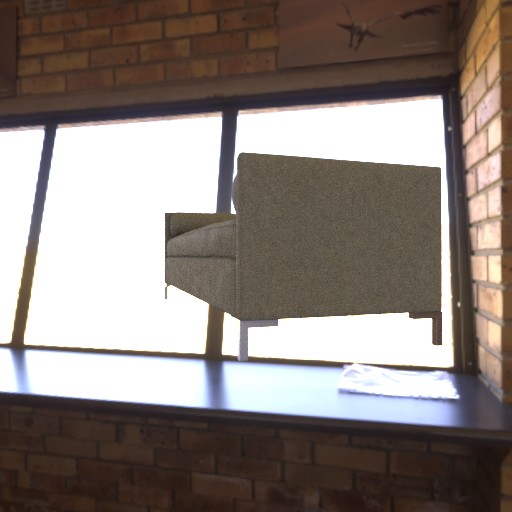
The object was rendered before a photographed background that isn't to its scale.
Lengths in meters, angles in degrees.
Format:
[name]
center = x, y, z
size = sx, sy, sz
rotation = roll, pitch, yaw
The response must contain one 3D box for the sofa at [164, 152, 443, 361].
[sofa]
center = 0.000, 0.000, 2.480
size = 0.797, 0.657, 2.102
rotation = 0, 0, -18
